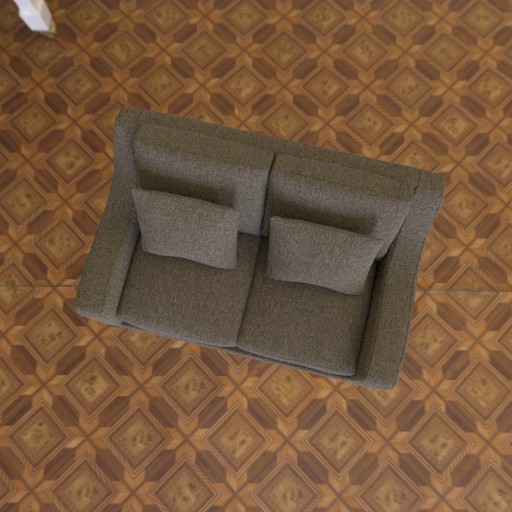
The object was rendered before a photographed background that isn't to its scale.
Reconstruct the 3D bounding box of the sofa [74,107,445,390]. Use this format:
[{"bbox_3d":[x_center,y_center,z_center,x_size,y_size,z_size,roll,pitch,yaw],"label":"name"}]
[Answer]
[{"bbox_3d":[0.000,0.000,2.515,1.778,0.991,1.120,13,76,3],"label":"sofa"}]
